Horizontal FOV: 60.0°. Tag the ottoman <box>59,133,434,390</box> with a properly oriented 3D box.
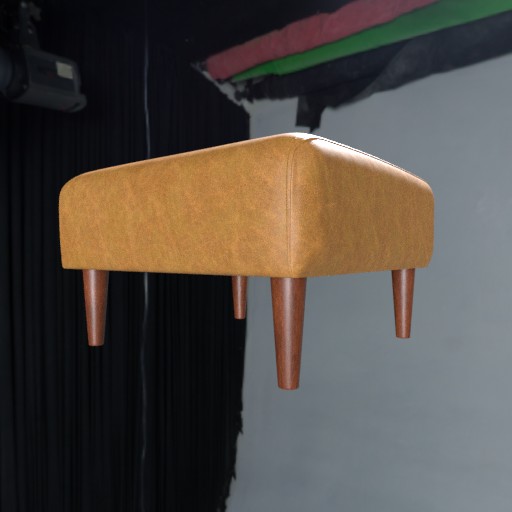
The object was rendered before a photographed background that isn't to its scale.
[{"bbox_3d":[0.000,0.000,1.039,0.650,0.399,0.650,0,1,38],"label":"ottoman"}]
